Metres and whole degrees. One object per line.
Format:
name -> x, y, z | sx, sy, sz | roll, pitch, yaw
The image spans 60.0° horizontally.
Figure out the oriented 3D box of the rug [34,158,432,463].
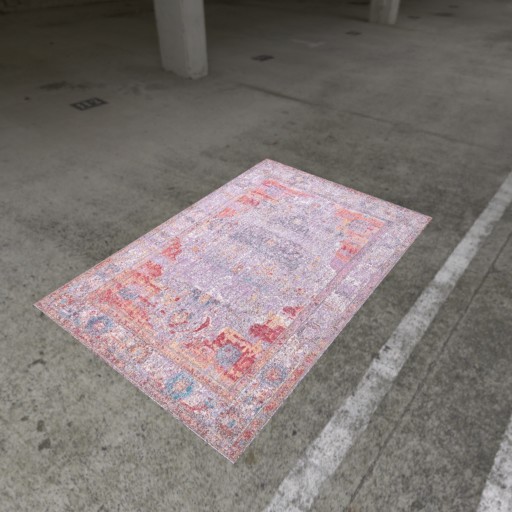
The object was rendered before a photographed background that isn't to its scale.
rug -> 0.000, 0.000, 2.341 | 1.219, 0.005, 1.829 | 26, 46, 28
